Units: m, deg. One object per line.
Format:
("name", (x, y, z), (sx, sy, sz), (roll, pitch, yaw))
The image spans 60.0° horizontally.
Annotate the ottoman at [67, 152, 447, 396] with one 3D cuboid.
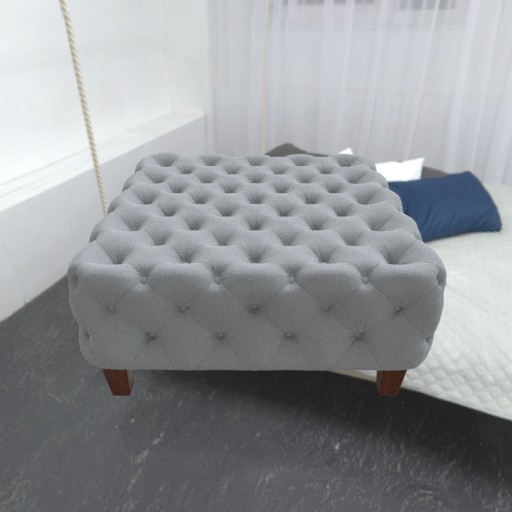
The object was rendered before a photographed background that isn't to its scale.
("ottoman", (0.000, 0.000, 1.210), (0.764, 0.365, 0.758), (0, 31, 0))
